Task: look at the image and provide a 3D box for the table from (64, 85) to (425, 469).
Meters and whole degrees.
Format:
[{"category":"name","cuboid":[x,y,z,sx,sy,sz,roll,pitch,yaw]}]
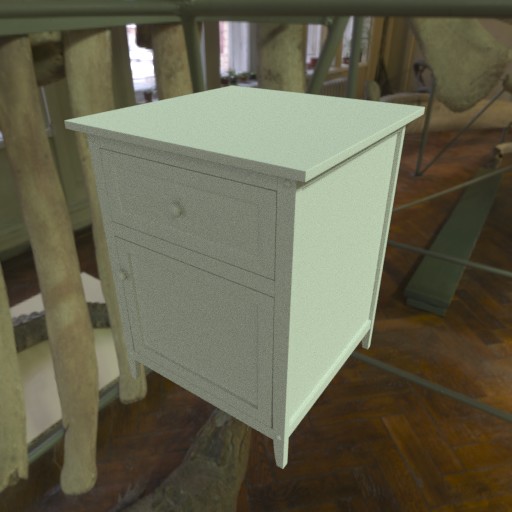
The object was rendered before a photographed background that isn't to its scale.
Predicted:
[{"category":"table","cuboid":[0.000,0.000,0.771,0.381,0.483,0.381,19,34,30]}]
